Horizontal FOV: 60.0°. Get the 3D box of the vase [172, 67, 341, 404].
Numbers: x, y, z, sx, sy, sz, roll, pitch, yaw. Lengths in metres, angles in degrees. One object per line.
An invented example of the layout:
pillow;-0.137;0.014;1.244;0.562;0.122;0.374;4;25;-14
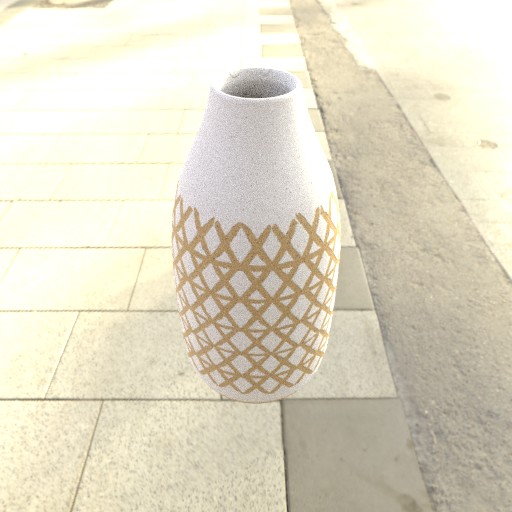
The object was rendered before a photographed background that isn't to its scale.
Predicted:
vase;0.000;0.000;0.490;0.186;0.380;0.186;0;41;0
